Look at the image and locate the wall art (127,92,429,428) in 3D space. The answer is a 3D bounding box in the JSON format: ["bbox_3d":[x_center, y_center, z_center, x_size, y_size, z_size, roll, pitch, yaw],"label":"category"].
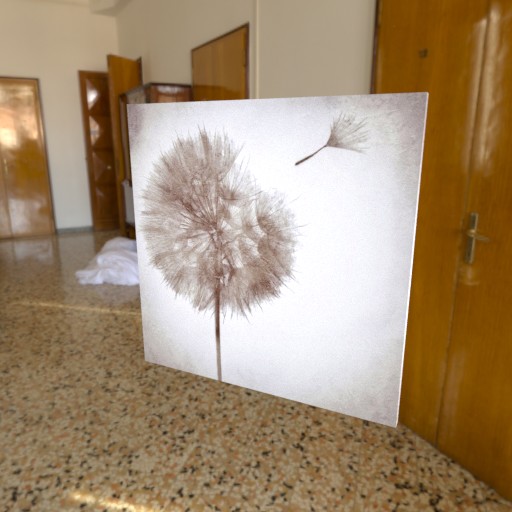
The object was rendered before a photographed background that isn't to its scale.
[{"bbox_3d":[0.000,0.000,1.142,0.762,0.762,0.027,7,16,25],"label":"wall art"}]
